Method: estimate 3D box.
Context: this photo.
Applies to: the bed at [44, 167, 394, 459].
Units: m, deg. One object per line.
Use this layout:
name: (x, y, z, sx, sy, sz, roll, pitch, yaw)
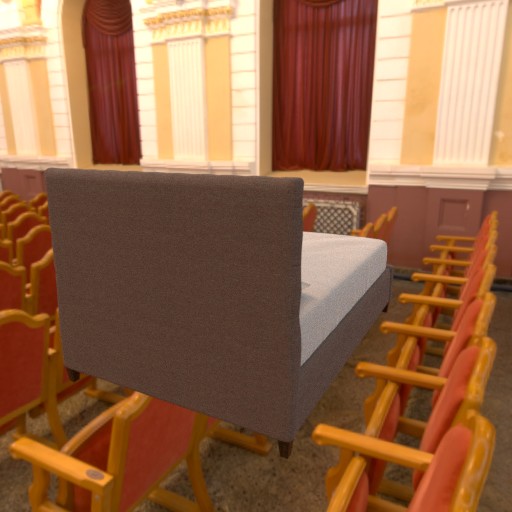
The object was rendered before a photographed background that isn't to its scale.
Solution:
bed: (0.000, 0.000, 3.467, 1.698, 1.427, 2.387, 8, 16, 27)
